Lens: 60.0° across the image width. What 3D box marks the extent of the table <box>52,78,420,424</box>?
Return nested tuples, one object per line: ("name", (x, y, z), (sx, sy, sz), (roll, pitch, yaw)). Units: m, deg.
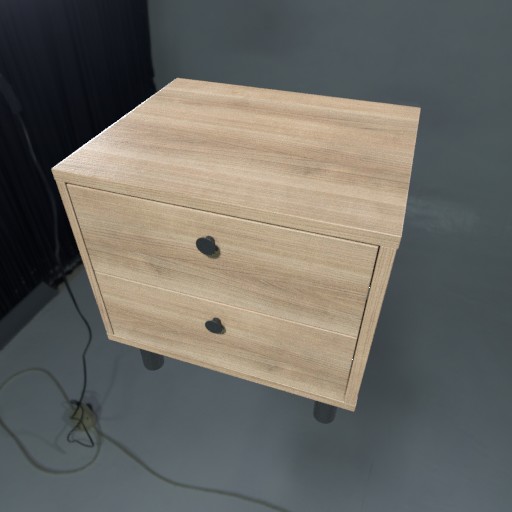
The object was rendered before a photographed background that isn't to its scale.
("table", (0.000, 0.000, 0.799), (0.445, 0.460, 0.380), (12, 42, 14))
